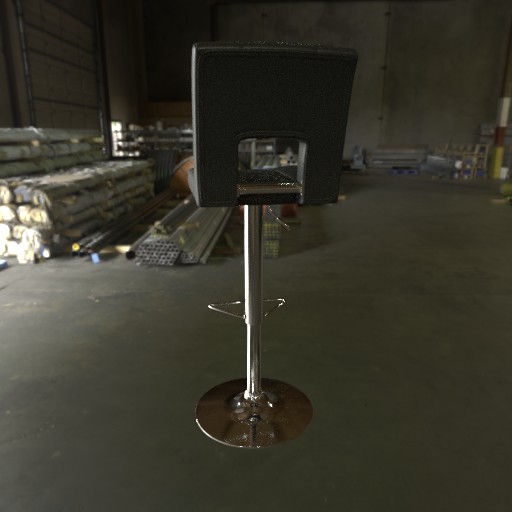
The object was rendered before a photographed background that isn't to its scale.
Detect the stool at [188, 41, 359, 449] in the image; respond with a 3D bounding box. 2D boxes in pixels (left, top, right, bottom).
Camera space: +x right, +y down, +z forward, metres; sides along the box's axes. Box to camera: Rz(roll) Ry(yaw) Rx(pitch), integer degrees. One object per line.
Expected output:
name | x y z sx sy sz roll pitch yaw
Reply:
stool | 0.000 0.000 1.392 0.415 1.151 0.520 -3 16 -11
